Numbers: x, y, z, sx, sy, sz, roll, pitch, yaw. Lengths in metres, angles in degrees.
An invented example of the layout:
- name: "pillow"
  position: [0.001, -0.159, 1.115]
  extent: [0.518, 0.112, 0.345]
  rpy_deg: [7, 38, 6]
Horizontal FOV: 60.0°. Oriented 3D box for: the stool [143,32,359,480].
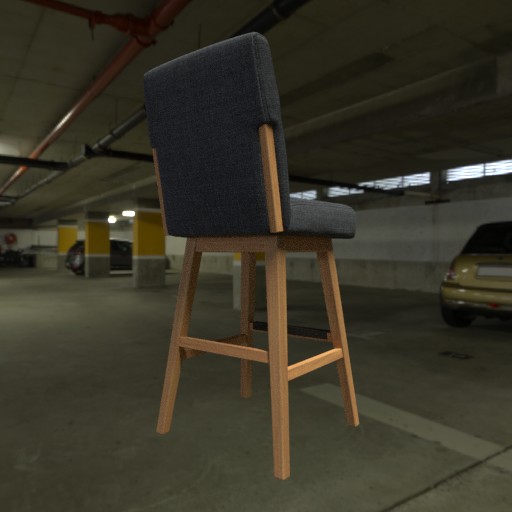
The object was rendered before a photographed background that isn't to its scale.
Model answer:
- name: "stool"
  position: [0.000, 0.000, 1.402]
  extent: [0.483, 1.112, 0.570]
  rpy_deg: [1, 1, 37]
